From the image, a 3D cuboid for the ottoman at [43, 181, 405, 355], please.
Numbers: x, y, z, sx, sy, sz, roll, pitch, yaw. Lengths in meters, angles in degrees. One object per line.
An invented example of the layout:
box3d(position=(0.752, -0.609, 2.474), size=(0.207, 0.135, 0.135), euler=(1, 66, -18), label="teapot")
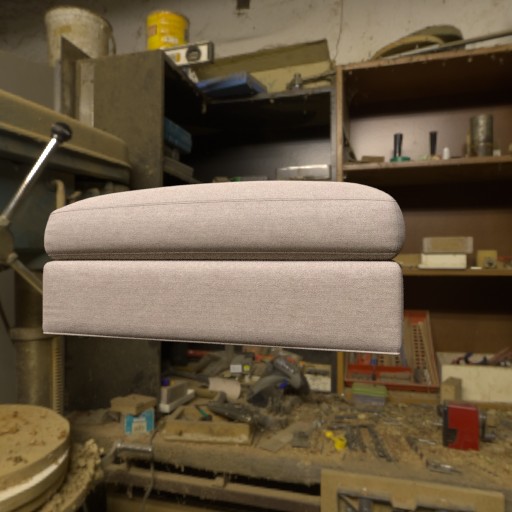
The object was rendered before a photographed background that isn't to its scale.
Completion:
box3d(position=(0.000, 0.000, 1.657), size=(1.041, 0.470, 1.041), euler=(0, 0, 17), label="ottoman")
